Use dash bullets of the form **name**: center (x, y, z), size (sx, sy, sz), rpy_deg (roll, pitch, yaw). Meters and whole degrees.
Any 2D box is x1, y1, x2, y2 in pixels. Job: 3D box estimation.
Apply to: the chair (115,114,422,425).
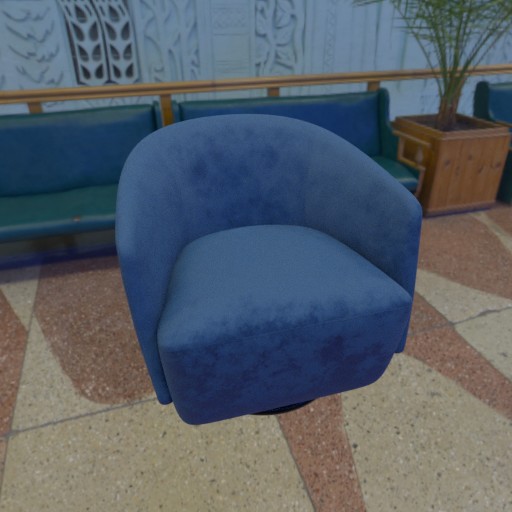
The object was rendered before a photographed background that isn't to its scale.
- **chair**: center (0.000, 0.000, 1.364), size (0.773, 0.698, 0.767), rpy_deg (-8, 32, -14)
